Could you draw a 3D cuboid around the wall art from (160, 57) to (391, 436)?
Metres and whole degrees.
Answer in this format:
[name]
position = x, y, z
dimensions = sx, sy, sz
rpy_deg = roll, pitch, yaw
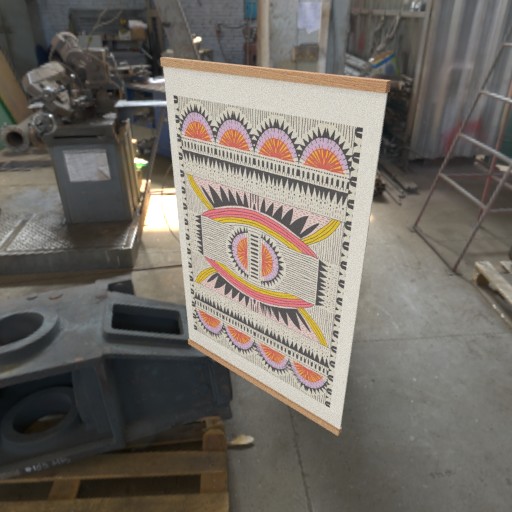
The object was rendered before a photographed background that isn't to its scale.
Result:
[wall art]
position = 0.000, 0.000, 1.941
dimensions = 0.999, 1.533, 0.028
rpy_deg = 22, 37, 33
